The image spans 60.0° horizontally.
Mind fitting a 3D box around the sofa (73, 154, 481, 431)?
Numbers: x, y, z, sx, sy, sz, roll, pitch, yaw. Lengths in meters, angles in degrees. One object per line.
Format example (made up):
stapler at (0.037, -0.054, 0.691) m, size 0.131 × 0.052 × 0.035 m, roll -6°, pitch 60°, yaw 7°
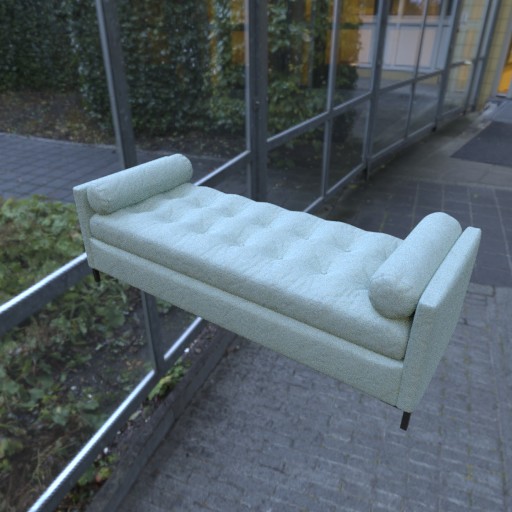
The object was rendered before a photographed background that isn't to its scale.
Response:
sofa at (0.000, 0.000, 2.476) m, size 2.102 × 0.705 × 0.796 m, roll 19°, pitch 34°, yaw 30°
